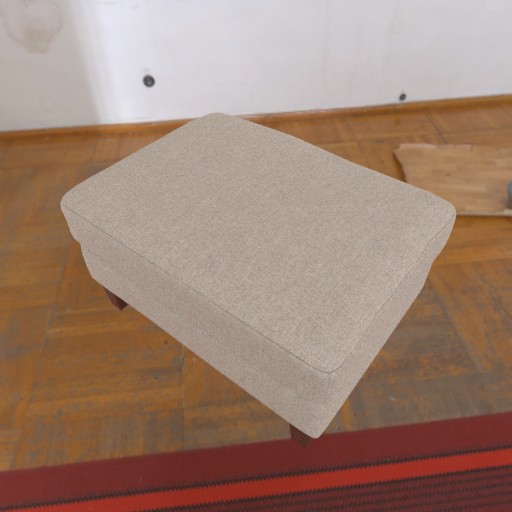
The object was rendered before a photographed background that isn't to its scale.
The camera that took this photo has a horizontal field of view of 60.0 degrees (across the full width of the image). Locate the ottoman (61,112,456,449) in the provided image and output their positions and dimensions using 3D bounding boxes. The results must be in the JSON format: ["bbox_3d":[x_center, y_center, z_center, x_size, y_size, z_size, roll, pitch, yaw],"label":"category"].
[{"bbox_3d":[0.000,0.000,1.343,0.898,0.519,0.677,29,52,26],"label":"ottoman"}]
